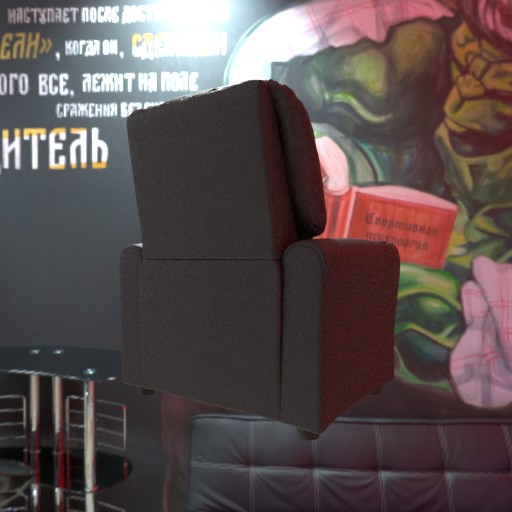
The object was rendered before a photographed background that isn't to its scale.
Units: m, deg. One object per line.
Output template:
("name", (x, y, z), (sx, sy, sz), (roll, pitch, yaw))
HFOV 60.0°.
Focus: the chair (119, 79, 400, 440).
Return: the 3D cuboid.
("chair", (0.000, 0.000, 1.134), (0.610, 0.709, 0.521), (0, 0, 35))
